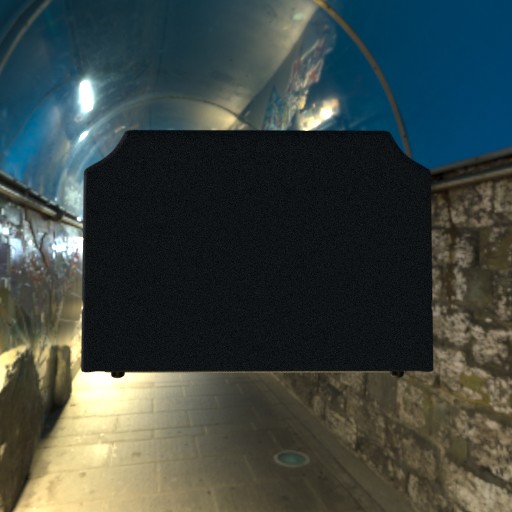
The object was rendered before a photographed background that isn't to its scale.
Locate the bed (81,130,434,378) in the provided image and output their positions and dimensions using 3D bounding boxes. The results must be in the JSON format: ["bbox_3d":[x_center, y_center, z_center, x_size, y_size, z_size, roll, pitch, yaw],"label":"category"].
[{"bbox_3d":[0.000,0.000,3.400,1.831,1.297,2.260,0,-1,0],"label":"bed"}]
